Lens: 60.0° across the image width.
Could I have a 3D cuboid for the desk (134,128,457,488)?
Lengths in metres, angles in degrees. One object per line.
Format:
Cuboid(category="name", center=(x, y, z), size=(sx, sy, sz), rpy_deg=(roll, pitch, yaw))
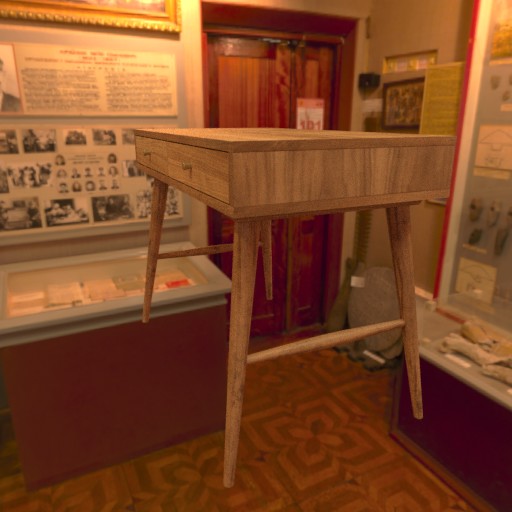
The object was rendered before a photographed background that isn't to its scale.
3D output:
Cuboid(category="desk", center=(0.000, 0.000, 1.404), size=(0.588, 0.758, 0.949), rpy_deg=(-8, 19, -24))
